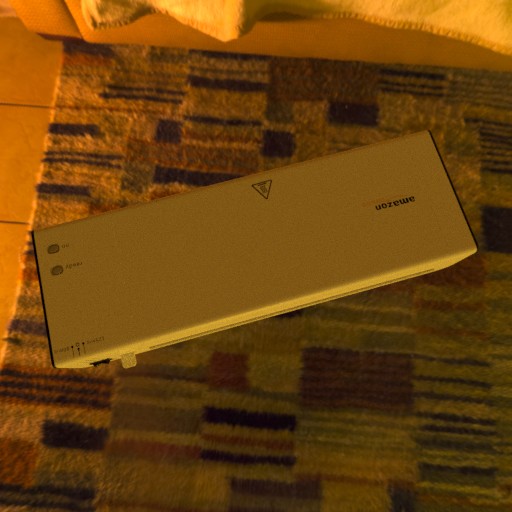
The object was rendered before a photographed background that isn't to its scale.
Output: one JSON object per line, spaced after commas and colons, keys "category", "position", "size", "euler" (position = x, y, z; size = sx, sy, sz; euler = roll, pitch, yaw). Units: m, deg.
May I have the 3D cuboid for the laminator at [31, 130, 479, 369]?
{"category": "laminator", "position": [0.000, 0.000, 0.380], "size": [0.340, 0.062, 0.123], "euler": [-15, 76, -4]}
